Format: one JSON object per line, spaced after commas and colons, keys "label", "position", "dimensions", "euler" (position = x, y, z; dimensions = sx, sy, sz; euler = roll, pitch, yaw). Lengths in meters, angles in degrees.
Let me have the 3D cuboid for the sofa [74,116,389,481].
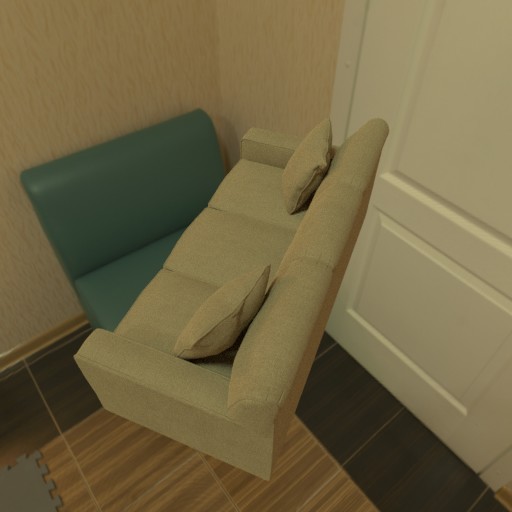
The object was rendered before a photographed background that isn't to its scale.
{"label": "sofa", "position": [0.000, 0.000, 2.557], "dimensions": [0.997, 0.958, 2.024], "euler": [17, 50, 15]}
